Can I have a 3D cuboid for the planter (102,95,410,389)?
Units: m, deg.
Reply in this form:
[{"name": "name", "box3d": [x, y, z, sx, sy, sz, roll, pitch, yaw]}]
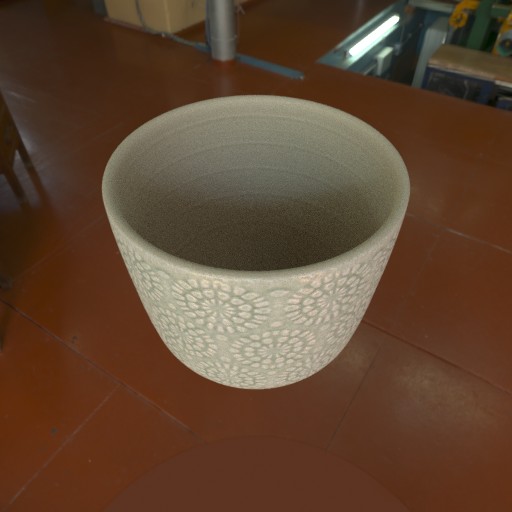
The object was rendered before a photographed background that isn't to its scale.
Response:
[{"name": "planter", "box3d": [0.000, 0.000, 0.221, 0.124, 0.109, 0.124, 0, 46, 0]}]
